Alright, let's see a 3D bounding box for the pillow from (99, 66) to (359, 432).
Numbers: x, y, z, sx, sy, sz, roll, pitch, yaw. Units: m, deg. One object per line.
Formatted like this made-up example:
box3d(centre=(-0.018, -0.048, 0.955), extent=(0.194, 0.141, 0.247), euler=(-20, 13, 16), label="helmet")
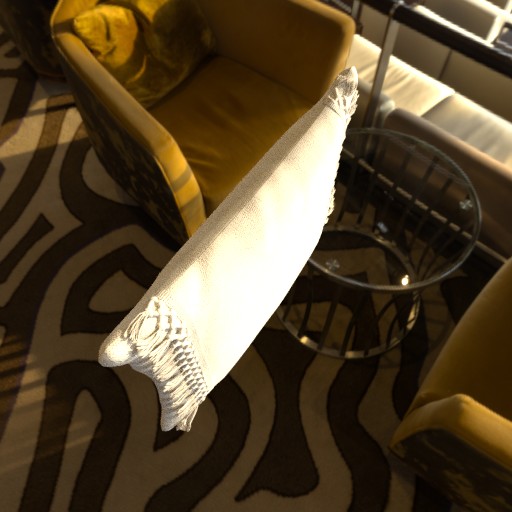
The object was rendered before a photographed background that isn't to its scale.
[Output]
box3d(centre=(0.000, 0.000, 0.588), extent=(0.084, 0.305, 0.466), euler=(29, 62, 17), label="pillow")
